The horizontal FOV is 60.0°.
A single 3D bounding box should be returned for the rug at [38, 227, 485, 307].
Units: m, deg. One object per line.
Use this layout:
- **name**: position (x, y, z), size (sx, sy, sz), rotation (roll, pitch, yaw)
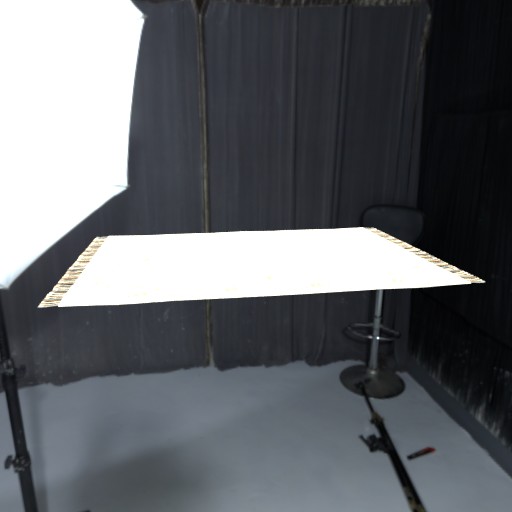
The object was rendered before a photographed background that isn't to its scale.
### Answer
- **rug**: position (0.000, 0.000, 2.373), size (1.861, 0.017, 1.218), rotation (-2, 15, -9)
